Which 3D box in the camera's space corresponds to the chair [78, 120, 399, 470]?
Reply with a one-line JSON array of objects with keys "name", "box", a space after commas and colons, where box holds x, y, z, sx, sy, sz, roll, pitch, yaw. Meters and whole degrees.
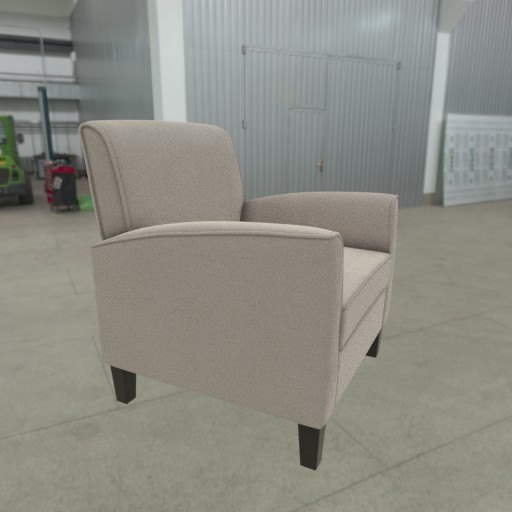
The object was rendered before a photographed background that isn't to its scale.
[{"name": "chair", "box": [0.000, 0.000, 1.547, 0.820, 0.915, 0.820, 8, 17, 26]}]
